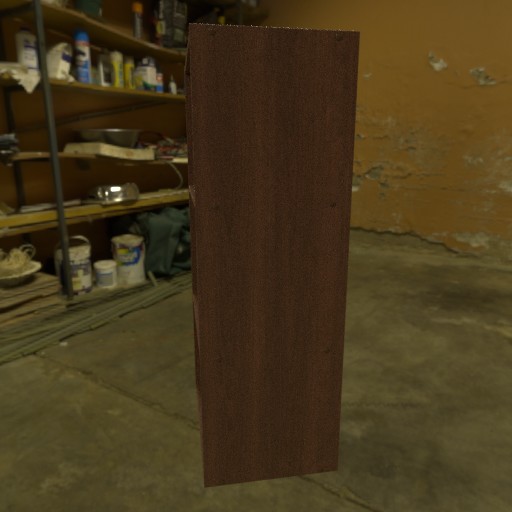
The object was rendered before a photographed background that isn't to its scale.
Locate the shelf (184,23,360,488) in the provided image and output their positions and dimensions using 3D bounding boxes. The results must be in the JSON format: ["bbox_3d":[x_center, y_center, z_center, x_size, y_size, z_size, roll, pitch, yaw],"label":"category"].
[{"bbox_3d":[0.000,0.000,1.036,0.290,0.879,0.414,-2,14,-10],"label":"shelf"}]
